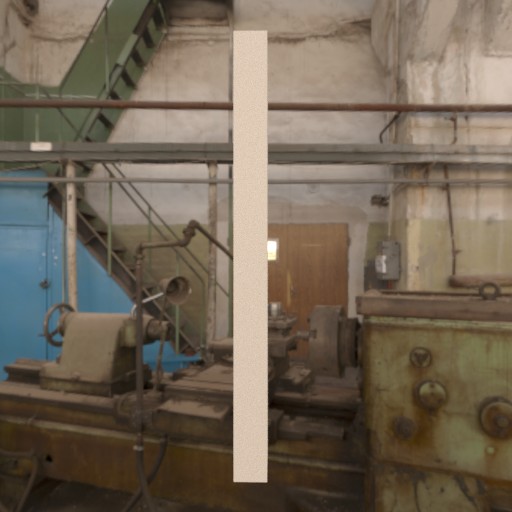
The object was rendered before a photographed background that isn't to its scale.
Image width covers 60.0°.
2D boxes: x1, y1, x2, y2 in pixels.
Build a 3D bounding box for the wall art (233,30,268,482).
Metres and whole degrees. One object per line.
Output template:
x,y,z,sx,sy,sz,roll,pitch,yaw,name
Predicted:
0.000,0.000,1.911,0.098,1.291,1.289,0,0,1,wall art
